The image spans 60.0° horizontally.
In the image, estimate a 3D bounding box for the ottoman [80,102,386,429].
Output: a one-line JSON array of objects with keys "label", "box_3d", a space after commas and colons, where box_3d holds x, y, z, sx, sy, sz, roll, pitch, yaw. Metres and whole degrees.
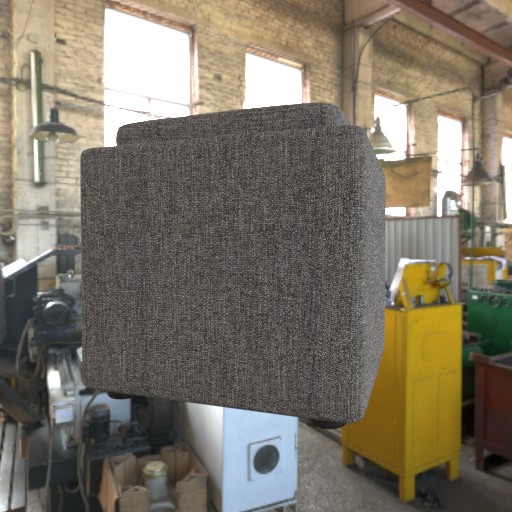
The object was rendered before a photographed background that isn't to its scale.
[{"label": "ottoman", "box_3d": [0.000, 0.000, 0.843, 0.450, 0.460, 0.450, 1, 2, 20]}]
